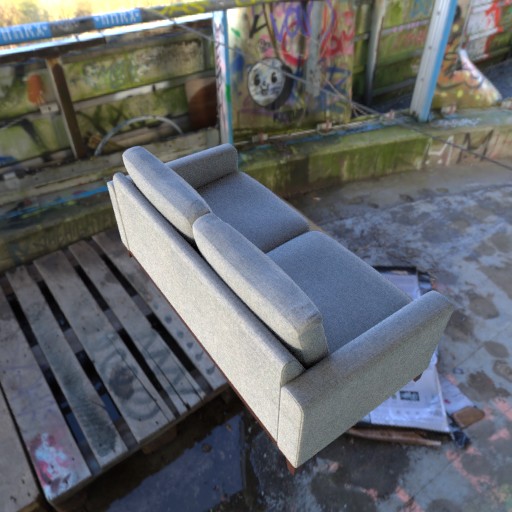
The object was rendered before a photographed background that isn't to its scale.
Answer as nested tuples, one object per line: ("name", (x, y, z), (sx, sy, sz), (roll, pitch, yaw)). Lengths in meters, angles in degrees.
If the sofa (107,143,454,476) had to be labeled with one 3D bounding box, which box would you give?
("sofa", (0.000, 0.000, 2.571), (0.969, 0.892, 1.978), (-25, 47, -26))
